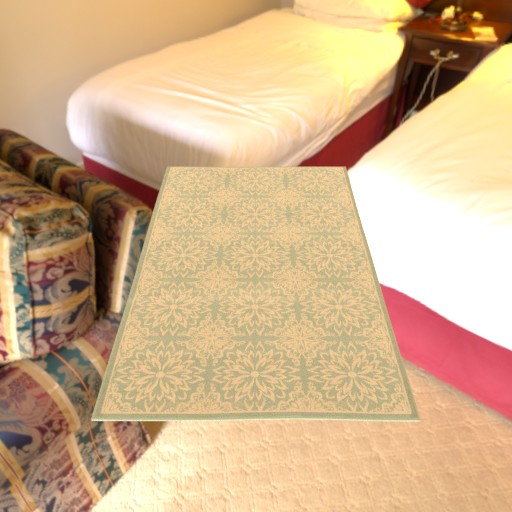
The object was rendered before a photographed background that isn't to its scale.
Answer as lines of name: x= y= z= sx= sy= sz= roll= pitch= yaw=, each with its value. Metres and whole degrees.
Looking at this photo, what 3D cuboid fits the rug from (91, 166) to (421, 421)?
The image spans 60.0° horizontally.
rug: x=0.000 y=0.000 z=3.470 sx=1.819 sy=0.018 sz=2.746 roll=0 pitch=41 yaw=0
